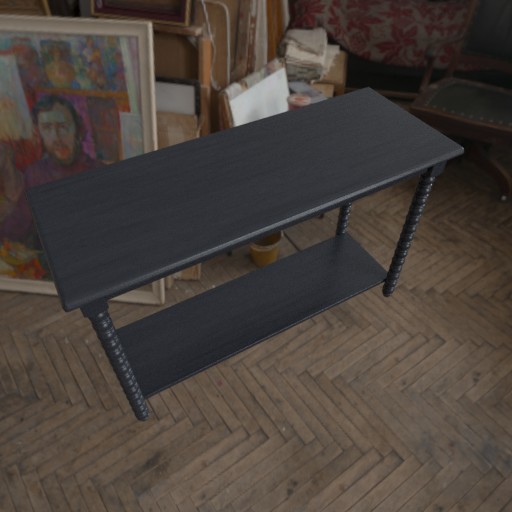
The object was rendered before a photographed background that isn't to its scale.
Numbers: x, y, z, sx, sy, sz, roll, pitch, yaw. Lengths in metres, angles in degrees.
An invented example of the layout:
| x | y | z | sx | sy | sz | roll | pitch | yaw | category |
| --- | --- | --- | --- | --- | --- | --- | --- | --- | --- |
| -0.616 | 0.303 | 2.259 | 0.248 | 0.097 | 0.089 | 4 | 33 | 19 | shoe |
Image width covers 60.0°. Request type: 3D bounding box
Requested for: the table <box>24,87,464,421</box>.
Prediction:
| x | y | z | sx | sy | sz | roll | pitch | yaw | category |
| --- | --- | --- | --- | --- | --- | --- | --- | --- | --- |
| 0.000 | 0.000 | 1.522 | 1.184 | 0.735 | 0.459 | -23 | 51 | -20 | table |
